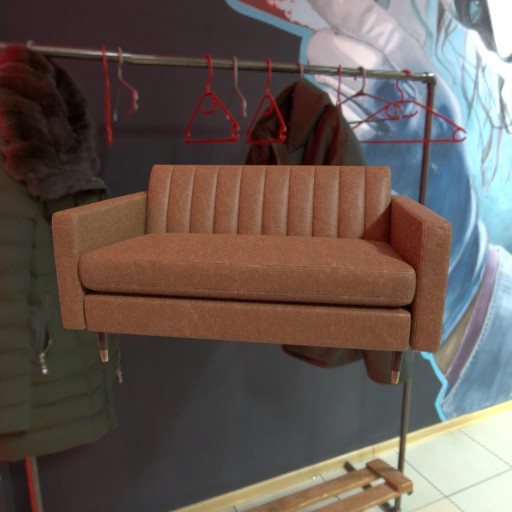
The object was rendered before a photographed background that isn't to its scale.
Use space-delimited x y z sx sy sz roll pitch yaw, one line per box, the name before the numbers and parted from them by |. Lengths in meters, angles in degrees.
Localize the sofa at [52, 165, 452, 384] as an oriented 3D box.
sofa | 0.000 0.000 2.122 1.549 0.820 0.960 2 14 8
